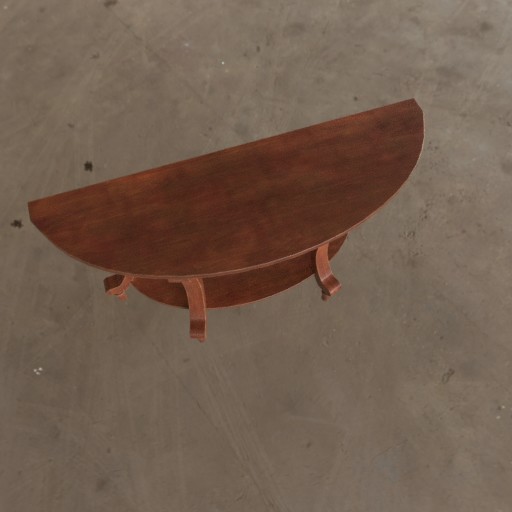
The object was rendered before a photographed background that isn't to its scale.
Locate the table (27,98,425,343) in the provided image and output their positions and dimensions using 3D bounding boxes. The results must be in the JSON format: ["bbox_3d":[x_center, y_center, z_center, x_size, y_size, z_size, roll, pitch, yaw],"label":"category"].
[{"bbox_3d":[0.000,0.000,1.537,1.198,0.699,0.394,-17,64,-9],"label":"table"}]
